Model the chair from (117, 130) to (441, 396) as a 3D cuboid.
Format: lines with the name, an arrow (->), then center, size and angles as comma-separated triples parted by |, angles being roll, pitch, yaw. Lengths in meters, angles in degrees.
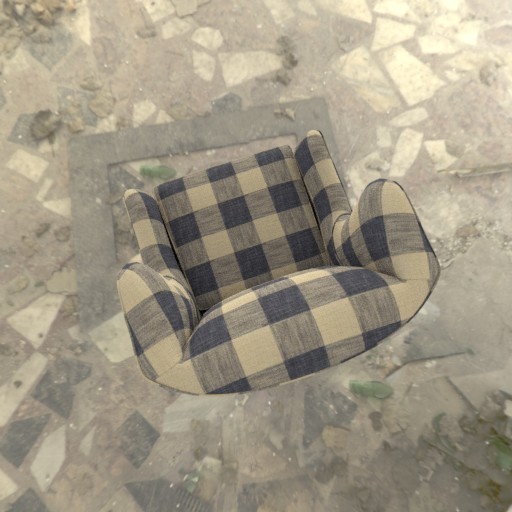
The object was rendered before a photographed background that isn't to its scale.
chair -> 0.000, 0.000, 1.682 | 0.830, 1.041, 0.889 | -19, 78, -4
